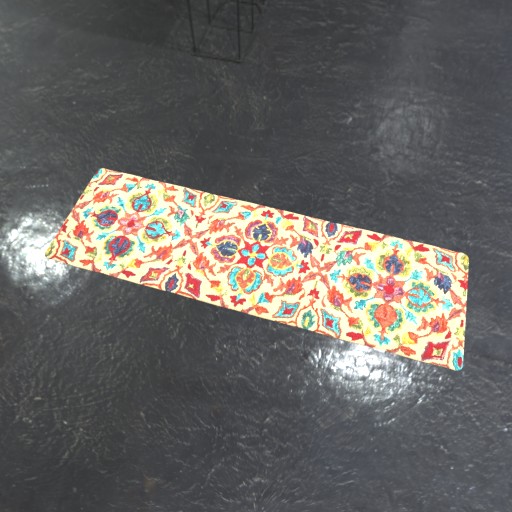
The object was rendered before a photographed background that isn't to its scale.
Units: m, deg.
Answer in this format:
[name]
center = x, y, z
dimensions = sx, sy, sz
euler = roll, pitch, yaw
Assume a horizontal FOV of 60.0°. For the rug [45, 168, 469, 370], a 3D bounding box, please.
[rug]
center = 0.000, 0.000, 2.469
dimensions = 2.273, 0.016, 0.693
euler = 14, 60, 8
